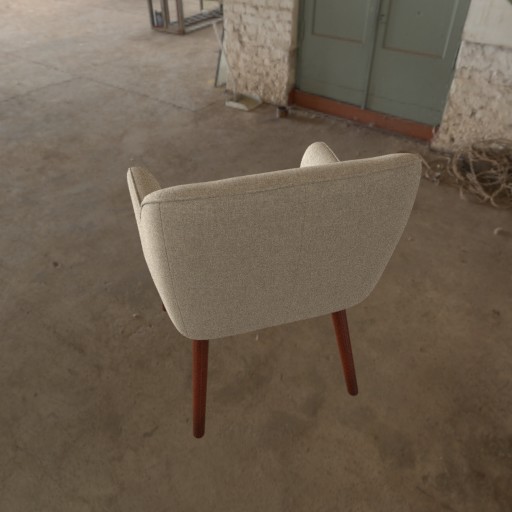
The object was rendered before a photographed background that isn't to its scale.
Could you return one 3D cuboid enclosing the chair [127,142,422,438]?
[{"bbox_3d":[0.000,0.000,1.229,0.610,0.813,0.610,-11,41,-13],"label":"chair"}]
